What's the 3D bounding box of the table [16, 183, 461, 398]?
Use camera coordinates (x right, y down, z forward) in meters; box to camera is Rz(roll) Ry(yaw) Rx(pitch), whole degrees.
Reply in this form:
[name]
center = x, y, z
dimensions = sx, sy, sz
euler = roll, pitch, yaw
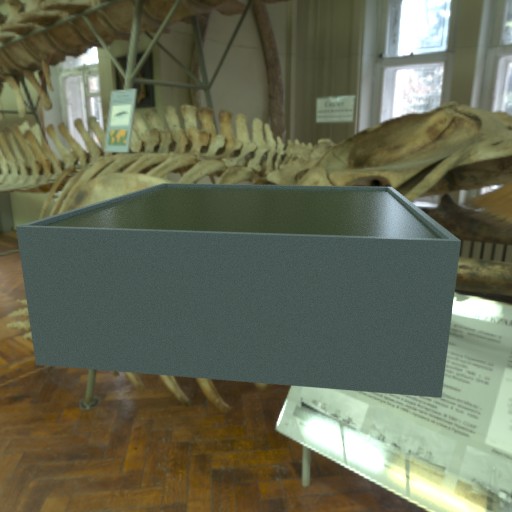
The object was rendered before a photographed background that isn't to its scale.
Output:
[table]
center = 0.000, 0.000, 1.205
dimensions = 0.801, 0.299, 0.801
euler = 2, 15, 8
